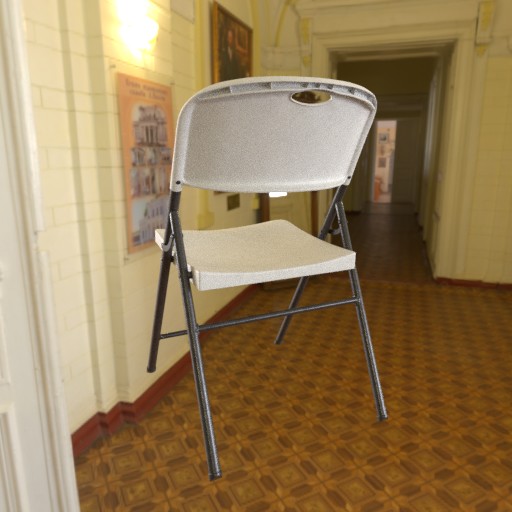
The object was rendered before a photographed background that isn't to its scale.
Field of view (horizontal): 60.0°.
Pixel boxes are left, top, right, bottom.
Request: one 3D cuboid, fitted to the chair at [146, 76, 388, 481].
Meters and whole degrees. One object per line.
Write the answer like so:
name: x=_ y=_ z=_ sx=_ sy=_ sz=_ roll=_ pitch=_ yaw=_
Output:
chair: x=0.000 y=0.000 z=1.173 sx=0.494 sy=0.810 sz=0.566 roll=-7 pitch=14 yaw=-26
